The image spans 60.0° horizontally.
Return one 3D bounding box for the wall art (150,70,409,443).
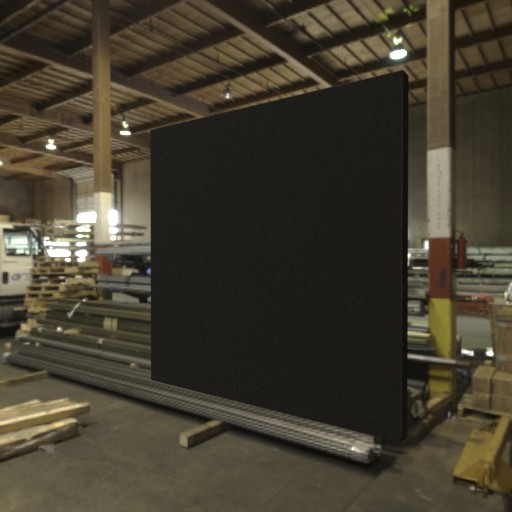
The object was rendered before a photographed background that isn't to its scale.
[{"bbox_3d":[0.000,0.000,1.141,0.762,0.762,0.038,0,1,36],"label":"wall art"}]
